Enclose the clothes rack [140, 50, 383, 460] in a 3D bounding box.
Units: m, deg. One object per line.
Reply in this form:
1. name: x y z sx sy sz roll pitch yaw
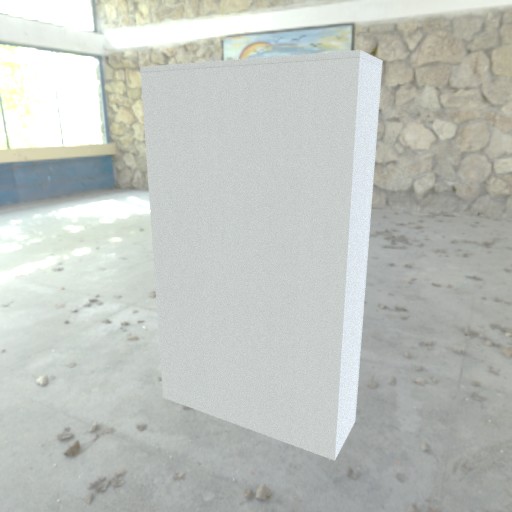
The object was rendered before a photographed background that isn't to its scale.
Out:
1. clothes rack: 0.000 0.000 1.601 0.750 1.280 0.250 9 19 28
